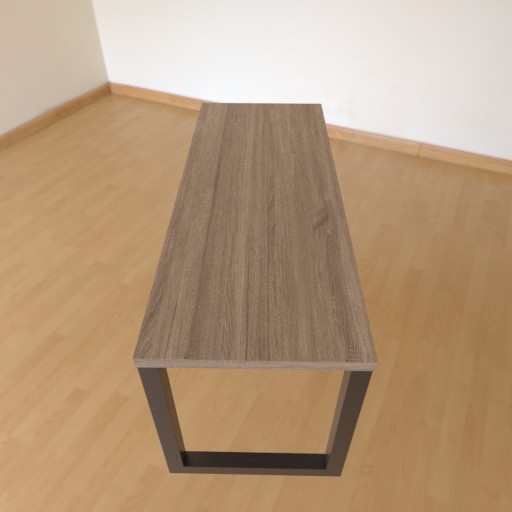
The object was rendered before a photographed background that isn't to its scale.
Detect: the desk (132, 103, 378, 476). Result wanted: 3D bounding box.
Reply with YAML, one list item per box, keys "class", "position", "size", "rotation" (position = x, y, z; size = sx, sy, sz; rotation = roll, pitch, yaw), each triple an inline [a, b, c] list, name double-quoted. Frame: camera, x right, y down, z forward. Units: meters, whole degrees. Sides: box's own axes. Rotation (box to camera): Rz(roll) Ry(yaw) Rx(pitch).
- class: "desk"
  position: [0.000, 0.000, 2.083]
  size: [0.690, 0.760, 1.700]
  rotation: [1, 42, 1]
